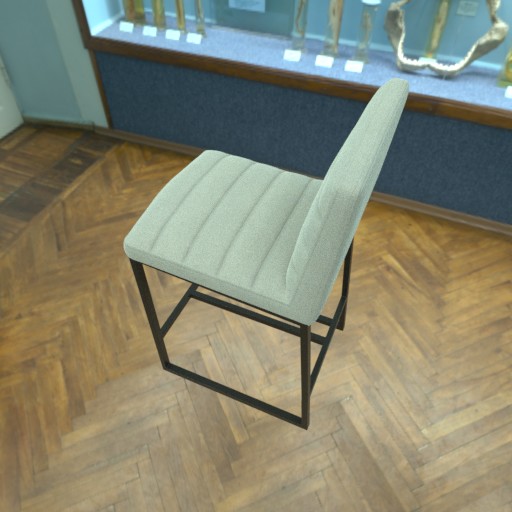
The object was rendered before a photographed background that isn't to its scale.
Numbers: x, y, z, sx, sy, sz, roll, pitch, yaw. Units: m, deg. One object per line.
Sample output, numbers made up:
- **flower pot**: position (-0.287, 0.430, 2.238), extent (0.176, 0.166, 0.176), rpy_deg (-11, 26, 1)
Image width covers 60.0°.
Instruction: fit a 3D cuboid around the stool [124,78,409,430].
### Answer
- **stool**: position (0.000, 0.000, 1.270), extent (0.567, 0.971, 0.459), rpy_deg (18, 49, 16)
